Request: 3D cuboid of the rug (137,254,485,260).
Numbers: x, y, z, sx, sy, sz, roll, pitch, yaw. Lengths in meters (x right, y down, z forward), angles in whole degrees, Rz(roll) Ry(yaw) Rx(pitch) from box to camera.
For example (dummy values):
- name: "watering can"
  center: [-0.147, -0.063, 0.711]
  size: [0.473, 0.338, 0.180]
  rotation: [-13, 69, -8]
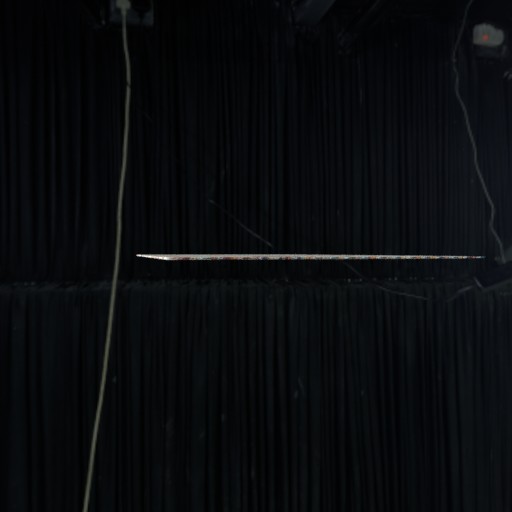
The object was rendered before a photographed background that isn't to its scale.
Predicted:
- name: "rug"
  center: [0.000, 0.000, 3.144]
  size: [1.523, 0.010, 2.584]
  rotation: [0, 0, -18]
